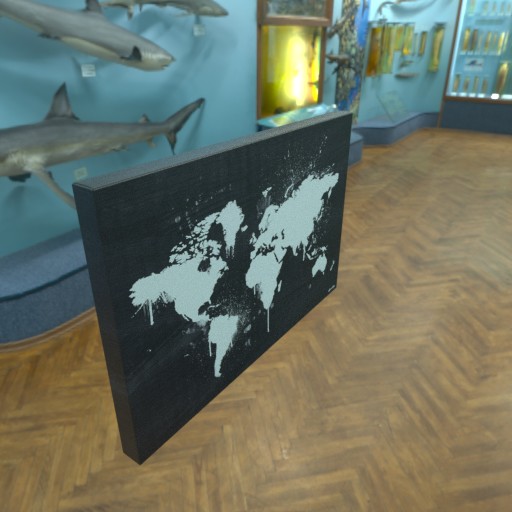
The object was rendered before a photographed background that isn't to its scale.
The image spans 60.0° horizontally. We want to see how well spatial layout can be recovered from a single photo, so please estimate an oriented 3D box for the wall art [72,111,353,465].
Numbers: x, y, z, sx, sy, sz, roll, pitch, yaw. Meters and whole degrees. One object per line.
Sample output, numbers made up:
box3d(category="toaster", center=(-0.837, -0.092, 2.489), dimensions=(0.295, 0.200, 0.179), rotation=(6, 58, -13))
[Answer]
box3d(category="wall art", center=(0.000, 0.000, 0.766), dimensions=(0.038, 0.409, 0.610), rotation=(18, 32, 32))
